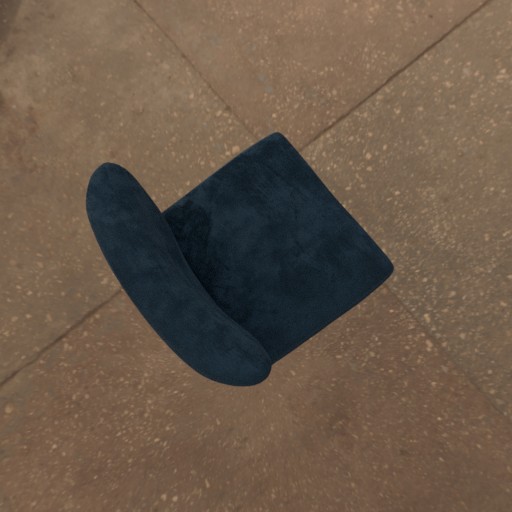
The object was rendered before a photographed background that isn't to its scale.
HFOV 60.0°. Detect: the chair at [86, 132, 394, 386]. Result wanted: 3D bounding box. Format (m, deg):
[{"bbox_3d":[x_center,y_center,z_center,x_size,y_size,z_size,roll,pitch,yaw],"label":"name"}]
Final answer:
[{"bbox_3d":[0.000,0.000,1.187,0.560,0.824,0.530,-37,79,-8],"label":"chair"}]
